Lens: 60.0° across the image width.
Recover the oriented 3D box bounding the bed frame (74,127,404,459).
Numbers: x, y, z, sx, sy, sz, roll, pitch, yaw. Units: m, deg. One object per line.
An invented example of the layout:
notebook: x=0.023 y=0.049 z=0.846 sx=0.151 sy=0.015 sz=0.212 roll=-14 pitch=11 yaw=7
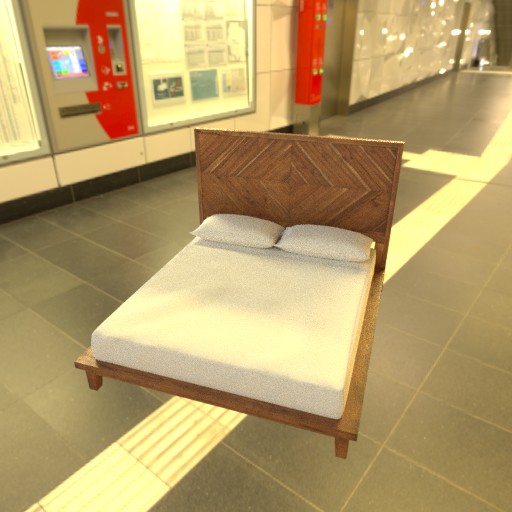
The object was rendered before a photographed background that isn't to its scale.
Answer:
bed frame: x=0.000 y=0.000 z=3.645 sx=2.038 sy=1.537 sz=2.235 roll=9 pitch=28 yaw=17
